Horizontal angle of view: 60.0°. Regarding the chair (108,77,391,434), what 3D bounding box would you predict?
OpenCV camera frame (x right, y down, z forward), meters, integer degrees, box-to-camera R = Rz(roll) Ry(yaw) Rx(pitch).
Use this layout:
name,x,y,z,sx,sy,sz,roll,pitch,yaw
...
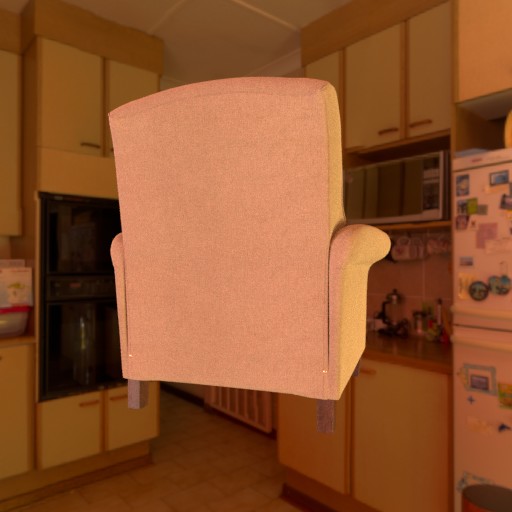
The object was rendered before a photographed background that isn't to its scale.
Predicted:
name,x,y,z,sx,sy,sz,roll,pitch,yaw
chair,0.000,0.000,1.741,0.978,1.061,0.905,0,-1,19
